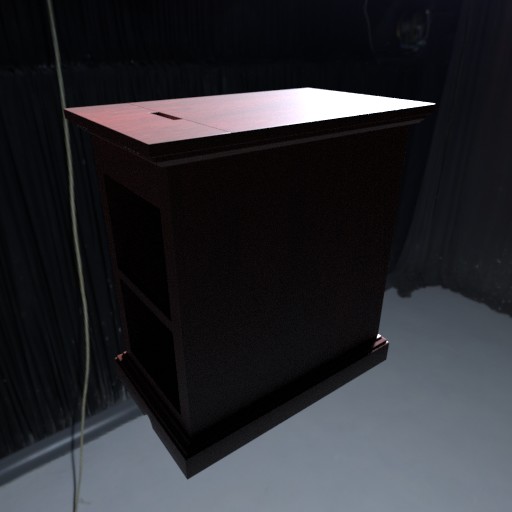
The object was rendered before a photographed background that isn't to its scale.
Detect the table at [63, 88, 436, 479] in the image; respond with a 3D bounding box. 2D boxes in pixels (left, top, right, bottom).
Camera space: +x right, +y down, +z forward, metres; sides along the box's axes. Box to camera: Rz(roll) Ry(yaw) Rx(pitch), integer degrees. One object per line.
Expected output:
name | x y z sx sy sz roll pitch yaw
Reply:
table | 0.000 0.000 0.947 0.584 0.612 0.356 -18 32 -32
